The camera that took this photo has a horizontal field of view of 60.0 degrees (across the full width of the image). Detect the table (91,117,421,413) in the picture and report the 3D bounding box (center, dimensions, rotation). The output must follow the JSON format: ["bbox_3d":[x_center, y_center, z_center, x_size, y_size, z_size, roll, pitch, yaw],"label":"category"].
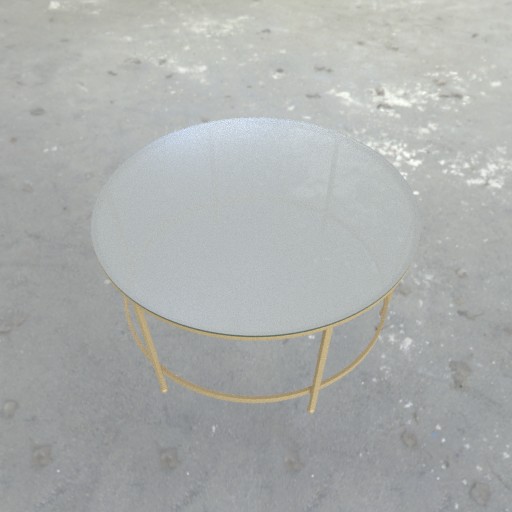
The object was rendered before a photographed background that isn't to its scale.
[{"bbox_3d":[0.000,0.000,1.437,0.914,0.470,0.914,0,47,0],"label":"table"}]
